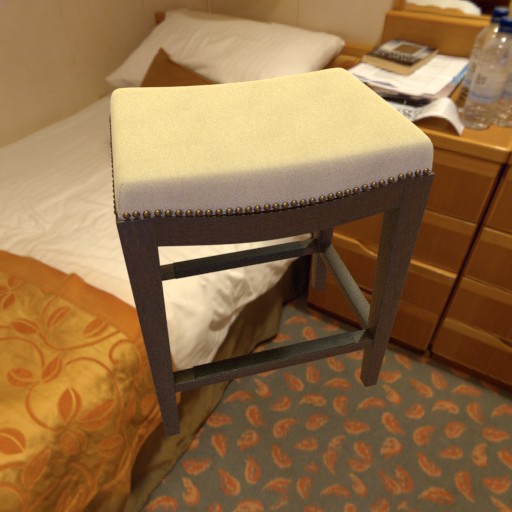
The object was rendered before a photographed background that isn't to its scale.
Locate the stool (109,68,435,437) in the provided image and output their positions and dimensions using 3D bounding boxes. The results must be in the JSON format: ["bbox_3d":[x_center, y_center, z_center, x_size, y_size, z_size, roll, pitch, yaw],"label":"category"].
[{"bbox_3d":[0.000,0.000,0.937,0.500,0.642,0.361,-10,42,-11],"label":"stool"}]
